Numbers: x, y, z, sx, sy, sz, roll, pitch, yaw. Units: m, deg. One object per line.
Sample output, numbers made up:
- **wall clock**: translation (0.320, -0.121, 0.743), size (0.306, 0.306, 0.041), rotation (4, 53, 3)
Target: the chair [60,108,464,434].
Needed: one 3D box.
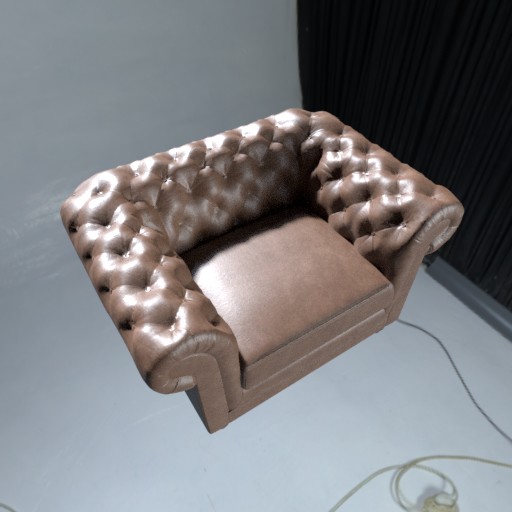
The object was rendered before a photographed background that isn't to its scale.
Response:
- **chair**: translation (0.000, 0.000, 1.888), size (1.298, 0.784, 0.954), rotation (-25, 51, -22)
